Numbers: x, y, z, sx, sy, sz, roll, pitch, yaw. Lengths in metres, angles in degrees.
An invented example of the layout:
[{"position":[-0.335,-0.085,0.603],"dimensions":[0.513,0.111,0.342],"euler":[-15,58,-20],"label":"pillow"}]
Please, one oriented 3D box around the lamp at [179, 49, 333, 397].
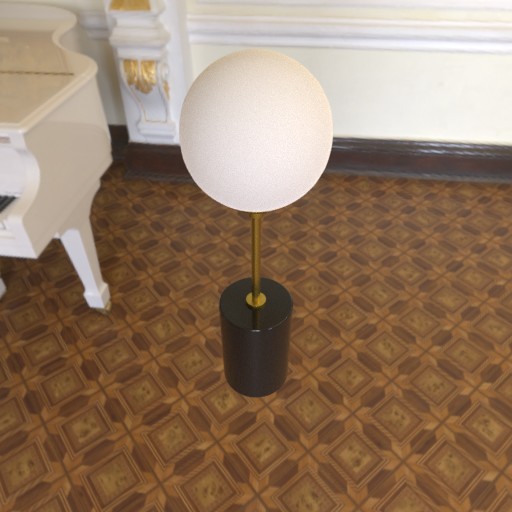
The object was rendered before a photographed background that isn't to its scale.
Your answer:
[{"position":[0.000,0.000,0.553],"dimensions":[0.153,0.480,0.153],"euler":[0,41,0],"label":"lamp"}]
